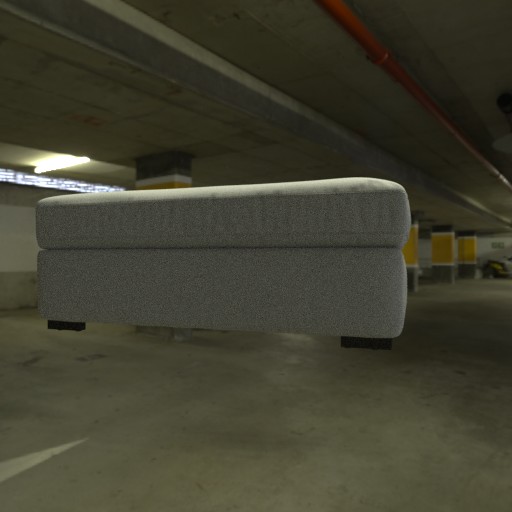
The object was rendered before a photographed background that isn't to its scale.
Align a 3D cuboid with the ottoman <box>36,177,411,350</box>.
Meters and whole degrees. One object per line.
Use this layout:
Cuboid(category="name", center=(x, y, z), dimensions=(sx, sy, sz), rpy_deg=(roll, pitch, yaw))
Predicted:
Cuboid(category="ottoman", center=(0.000, 0.000, 1.780), dimensions=(1.163, 0.482, 1.167), rpy_deg=(0, 0, 18))
